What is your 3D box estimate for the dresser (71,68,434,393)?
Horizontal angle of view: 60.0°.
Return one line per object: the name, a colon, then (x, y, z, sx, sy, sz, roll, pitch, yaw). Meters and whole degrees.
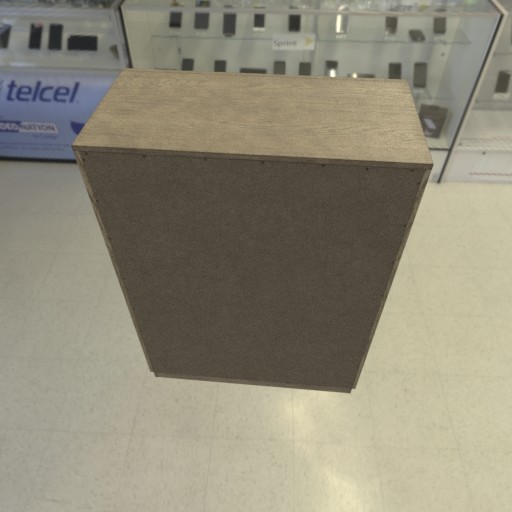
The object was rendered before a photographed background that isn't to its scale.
dresser: (0.000, 0.000, 1.810, 0.967, 1.295, 0.483, 4, 47, 4)
